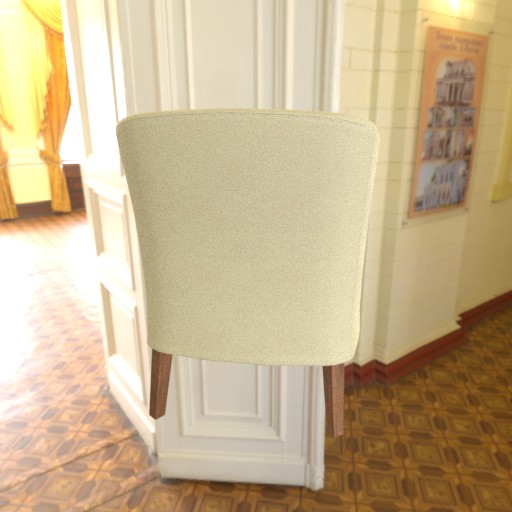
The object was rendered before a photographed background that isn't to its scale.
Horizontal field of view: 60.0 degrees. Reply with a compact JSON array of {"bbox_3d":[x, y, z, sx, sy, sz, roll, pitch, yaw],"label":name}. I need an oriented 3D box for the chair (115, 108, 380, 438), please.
[{"bbox_3d":[0.000,0.000,1.313,0.643,0.822,0.657,3,18,8],"label":"chair"}]
